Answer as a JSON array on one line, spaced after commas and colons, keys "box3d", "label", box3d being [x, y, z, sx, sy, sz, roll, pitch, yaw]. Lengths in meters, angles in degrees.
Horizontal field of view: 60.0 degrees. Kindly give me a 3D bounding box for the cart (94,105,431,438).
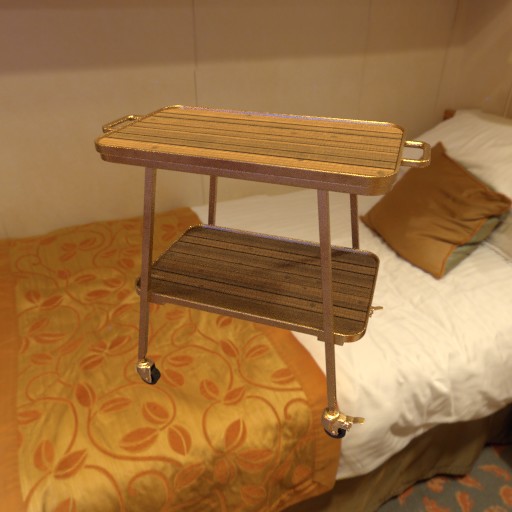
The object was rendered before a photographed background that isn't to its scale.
[{"box3d": [0.000, 0.000, 1.258, 0.806, 0.700, 0.524, 10, 33, 16], "label": "cart"}]
